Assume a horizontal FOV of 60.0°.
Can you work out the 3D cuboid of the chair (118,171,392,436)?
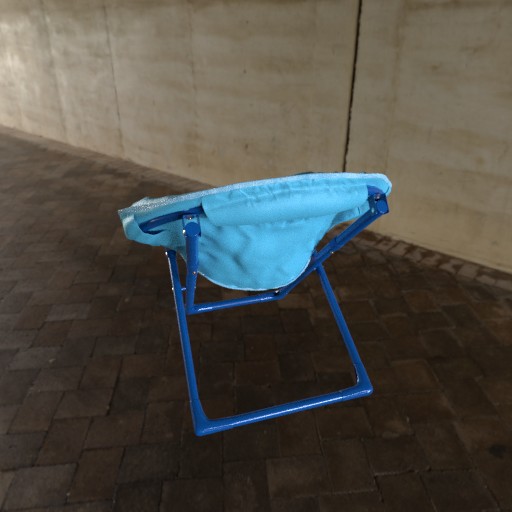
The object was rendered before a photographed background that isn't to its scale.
[{"bbox_3d":[0.000,0.000,0.924,0.520,0.478,0.465,-8,28,-15],"label":"chair"}]
